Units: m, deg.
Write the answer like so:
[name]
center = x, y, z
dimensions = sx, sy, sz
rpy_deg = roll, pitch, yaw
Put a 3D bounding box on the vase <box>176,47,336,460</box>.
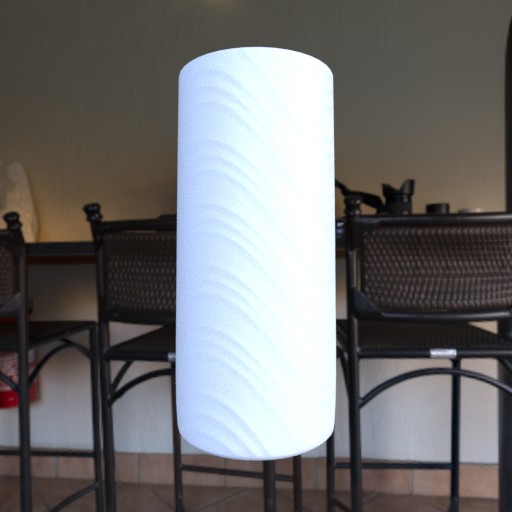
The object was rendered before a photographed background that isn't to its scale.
[vase]
center = 0.000, 0.000, 0.402
dimensions = 0.143, 0.316, 0.143
rpy_deg = 0, 0, 0
